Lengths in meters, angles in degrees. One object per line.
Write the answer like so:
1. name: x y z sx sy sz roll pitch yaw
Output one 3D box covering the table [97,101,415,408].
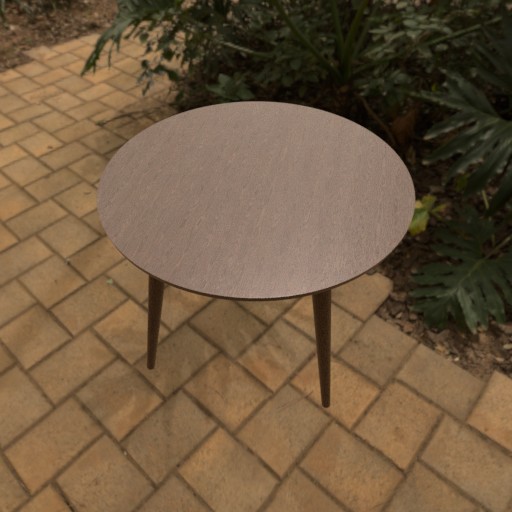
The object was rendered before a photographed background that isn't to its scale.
1. table: 0.000 0.000 1.791 1.053 0.786 1.053 0 46 0
